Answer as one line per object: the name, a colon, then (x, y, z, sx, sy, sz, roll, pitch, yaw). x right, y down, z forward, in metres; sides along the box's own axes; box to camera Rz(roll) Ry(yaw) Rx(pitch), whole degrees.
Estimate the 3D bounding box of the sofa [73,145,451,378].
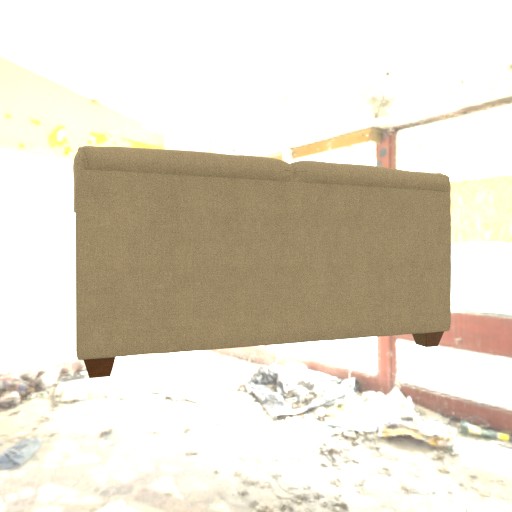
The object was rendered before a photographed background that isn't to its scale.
sofa: (0.000, 0.000, 2.459, 1.846, 0.958, 0.998, 0, 0, -20)
